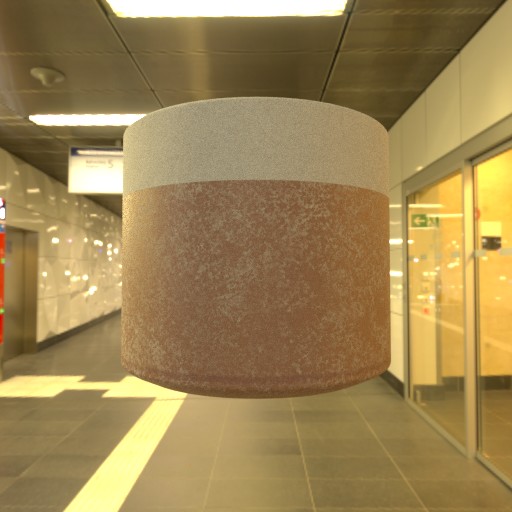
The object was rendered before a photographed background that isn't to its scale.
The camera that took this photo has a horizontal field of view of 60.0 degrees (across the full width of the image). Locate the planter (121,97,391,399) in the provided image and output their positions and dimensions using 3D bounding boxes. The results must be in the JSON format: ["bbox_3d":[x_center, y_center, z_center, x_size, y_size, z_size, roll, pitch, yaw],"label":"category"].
[{"bbox_3d":[0.000,0.000,0.274,0.159,0.138,0.159,0,-2,0],"label":"planter"}]
